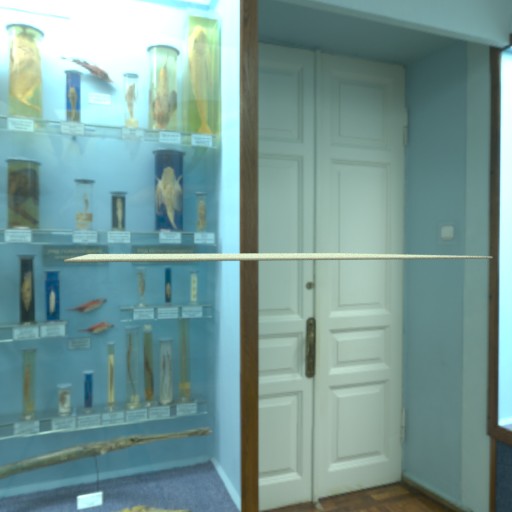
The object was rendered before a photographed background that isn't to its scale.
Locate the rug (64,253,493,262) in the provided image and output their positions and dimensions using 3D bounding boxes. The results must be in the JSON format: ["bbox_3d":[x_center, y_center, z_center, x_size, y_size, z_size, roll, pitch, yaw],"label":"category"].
[{"bbox_3d":[0.000,0.000,4.097,3.039,0.018,2.462,0,1,-18],"label":"rug"}]
